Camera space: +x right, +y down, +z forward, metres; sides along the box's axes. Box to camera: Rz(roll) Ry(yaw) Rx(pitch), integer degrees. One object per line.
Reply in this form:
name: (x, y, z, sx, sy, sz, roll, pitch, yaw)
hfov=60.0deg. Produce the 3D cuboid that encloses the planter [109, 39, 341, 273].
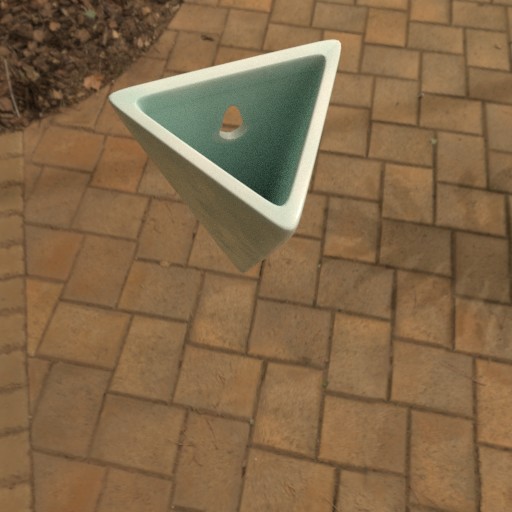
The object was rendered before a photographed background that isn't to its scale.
planter: (0.000, 0.000, 0.215, 0.080, 0.178, 0.064, -17, 67, -8)
